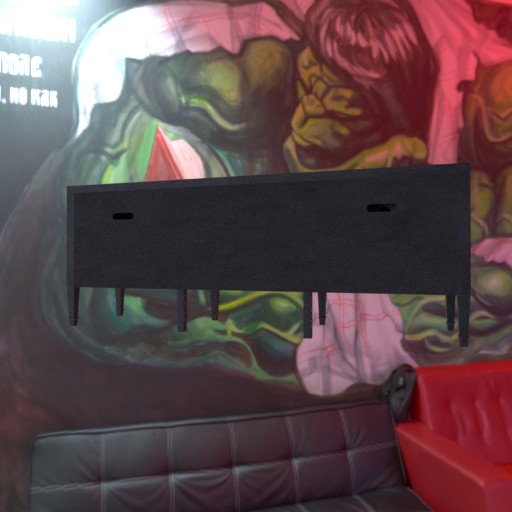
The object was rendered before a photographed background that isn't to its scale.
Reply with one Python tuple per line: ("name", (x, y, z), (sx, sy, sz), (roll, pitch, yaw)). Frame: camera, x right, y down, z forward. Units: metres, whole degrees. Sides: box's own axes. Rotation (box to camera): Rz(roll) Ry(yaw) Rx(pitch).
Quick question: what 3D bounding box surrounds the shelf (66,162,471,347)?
("shelf", (0.000, 0.000, 2.211), (1.878, 0.715, 0.471), (0, 0, 17))
